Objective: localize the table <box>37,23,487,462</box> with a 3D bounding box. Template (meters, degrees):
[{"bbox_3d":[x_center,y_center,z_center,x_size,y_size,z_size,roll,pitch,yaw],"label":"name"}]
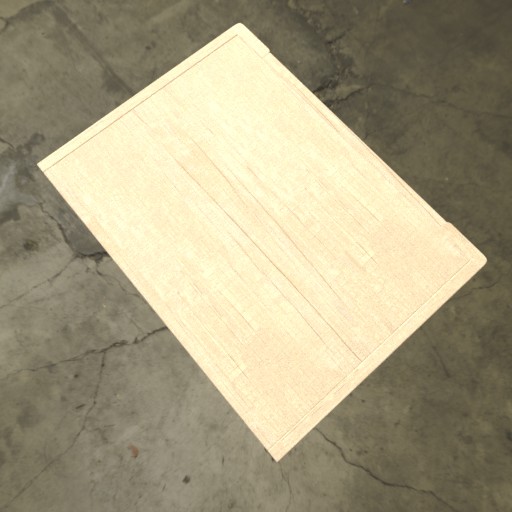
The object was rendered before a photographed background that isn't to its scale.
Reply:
[{"bbox_3d":[0.000,0.000,0.920,0.420,0.510,0.570,-40,78,-10],"label":"table"}]
